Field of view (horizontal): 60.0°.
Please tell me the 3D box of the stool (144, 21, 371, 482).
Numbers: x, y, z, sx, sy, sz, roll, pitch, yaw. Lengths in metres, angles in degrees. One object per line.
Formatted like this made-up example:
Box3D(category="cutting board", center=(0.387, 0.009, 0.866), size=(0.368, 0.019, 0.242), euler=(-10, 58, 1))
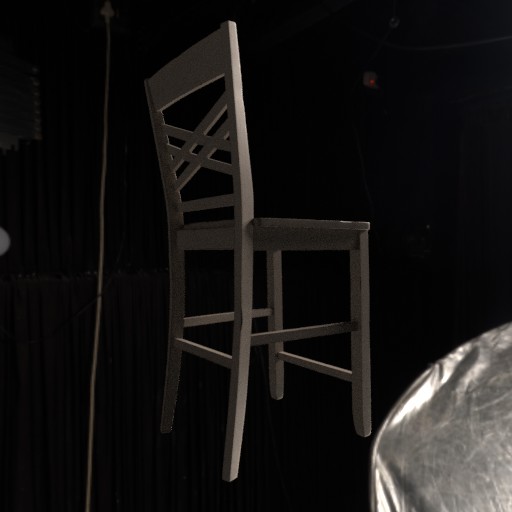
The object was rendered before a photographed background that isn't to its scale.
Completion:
Box3D(category="stool", center=(0.000, 0.000, 1.342), size=(0.539, 1.079, 0.462), euler=(-1, 1, -37))
